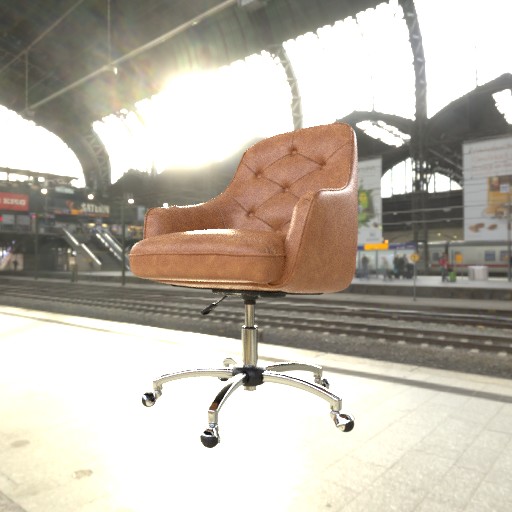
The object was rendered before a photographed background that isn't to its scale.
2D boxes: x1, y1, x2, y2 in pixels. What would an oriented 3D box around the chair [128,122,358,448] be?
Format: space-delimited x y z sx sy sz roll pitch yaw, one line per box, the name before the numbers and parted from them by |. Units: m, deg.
chair | 0.000 0.000 1.324 0.628 0.909 0.615 -1 -1 37
